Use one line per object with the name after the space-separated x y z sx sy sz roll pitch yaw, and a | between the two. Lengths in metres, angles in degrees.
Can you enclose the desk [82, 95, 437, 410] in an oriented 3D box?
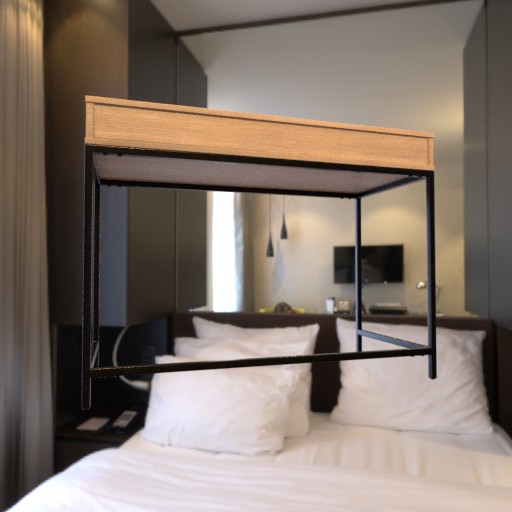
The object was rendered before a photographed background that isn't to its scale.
0.000 0.000 1.444 1.016 0.762 0.470 1 -2 -17 | desk
